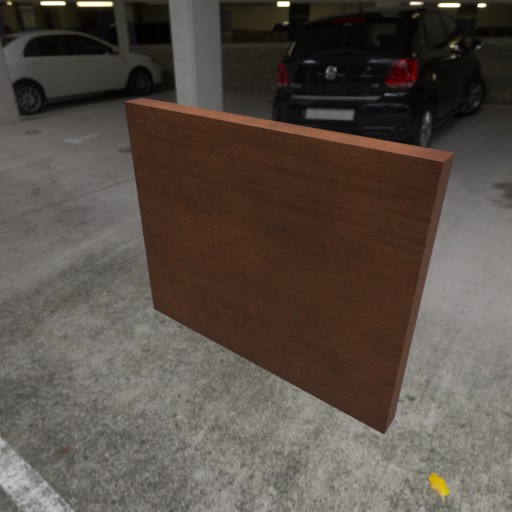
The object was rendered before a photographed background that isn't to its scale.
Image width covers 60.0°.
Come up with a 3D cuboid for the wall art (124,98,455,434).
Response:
[{"bbox_3d":[0.000,0.000,0.552,0.401,0.328,0.030,21,36,32],"label":"wall art"}]
